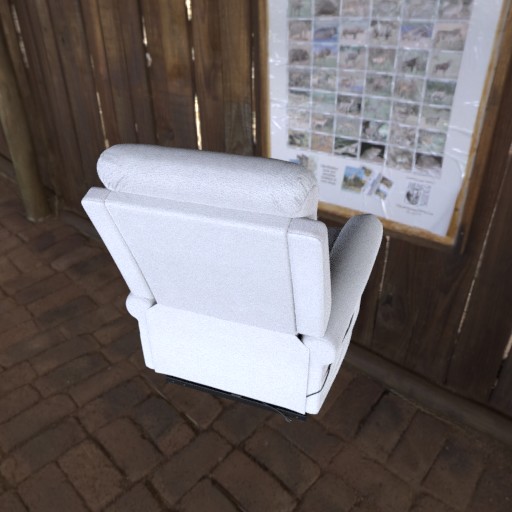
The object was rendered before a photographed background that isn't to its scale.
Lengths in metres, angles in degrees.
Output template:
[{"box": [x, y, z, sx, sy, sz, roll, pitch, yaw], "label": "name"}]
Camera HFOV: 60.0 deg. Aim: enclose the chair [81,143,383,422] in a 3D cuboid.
[{"box": [0.000, 0.000, 1.693, 0.871, 1.031, 0.979, 10, 32, 17], "label": "chair"}]
